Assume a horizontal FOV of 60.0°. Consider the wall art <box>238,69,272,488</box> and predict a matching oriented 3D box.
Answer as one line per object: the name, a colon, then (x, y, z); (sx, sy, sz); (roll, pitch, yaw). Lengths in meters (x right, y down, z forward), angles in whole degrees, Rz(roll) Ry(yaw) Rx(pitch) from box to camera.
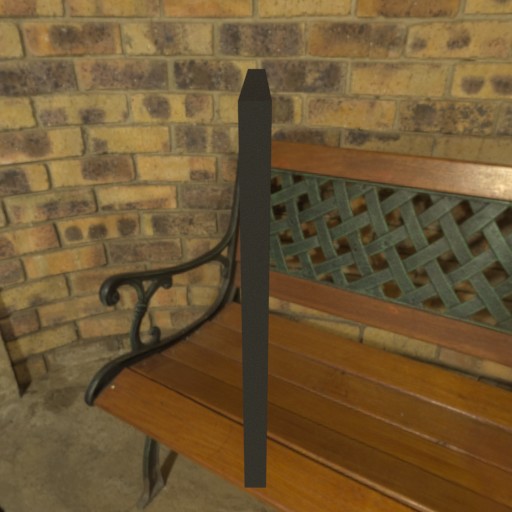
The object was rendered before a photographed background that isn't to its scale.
wall art: (0.000, 0.000, 0.753); (0.033, 0.559, 0.457); (0, 26, 0)
